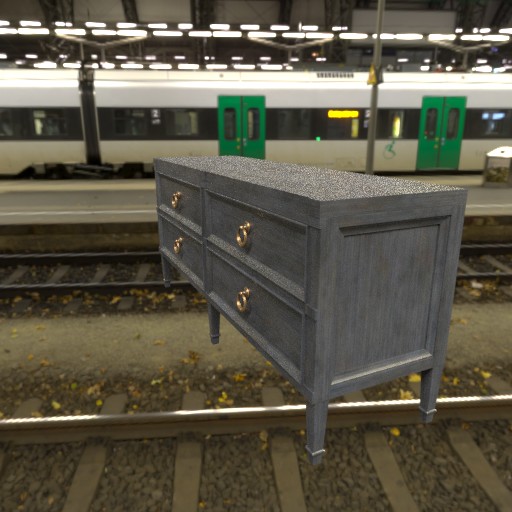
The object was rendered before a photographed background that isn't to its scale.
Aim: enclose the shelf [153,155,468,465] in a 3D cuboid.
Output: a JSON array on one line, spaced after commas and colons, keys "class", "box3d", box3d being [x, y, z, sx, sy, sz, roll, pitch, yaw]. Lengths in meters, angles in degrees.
[{"class": "shelf", "box3d": [0.000, 0.000, 1.845, 0.479, 0.719, 1.575, -8, 18, -25]}]
